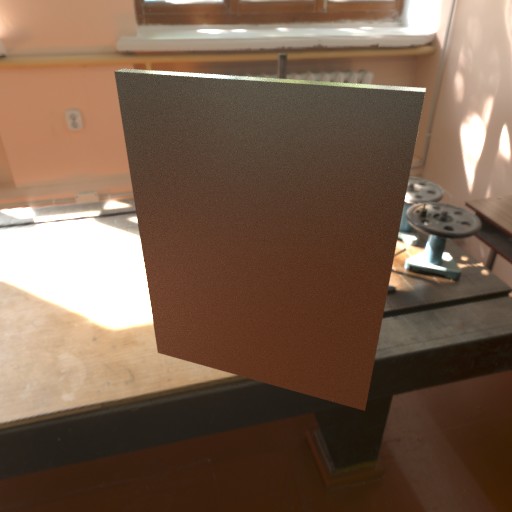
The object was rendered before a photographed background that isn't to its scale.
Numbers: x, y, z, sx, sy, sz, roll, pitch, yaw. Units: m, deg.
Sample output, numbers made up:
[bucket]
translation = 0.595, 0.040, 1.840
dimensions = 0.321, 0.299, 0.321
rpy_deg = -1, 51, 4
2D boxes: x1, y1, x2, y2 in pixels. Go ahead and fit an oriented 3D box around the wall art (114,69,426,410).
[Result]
[wall art]
translation = 0.000, 0.000, 0.757
dimensions = 0.444, 0.569, 0.025
rpy_deg = 11, 33, 17
